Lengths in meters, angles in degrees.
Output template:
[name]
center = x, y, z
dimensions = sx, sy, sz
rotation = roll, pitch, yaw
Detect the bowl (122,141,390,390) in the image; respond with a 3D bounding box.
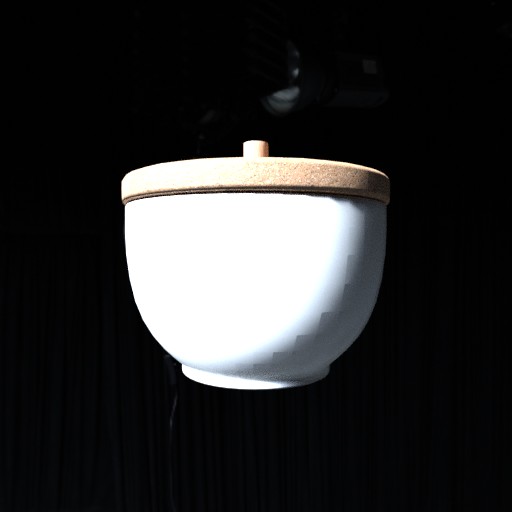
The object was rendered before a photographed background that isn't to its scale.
[bowl]
center = 0.000, 0.000, 0.218
dimensions = 0.126, 0.110, 0.126
rotation = 0, 1, 0
